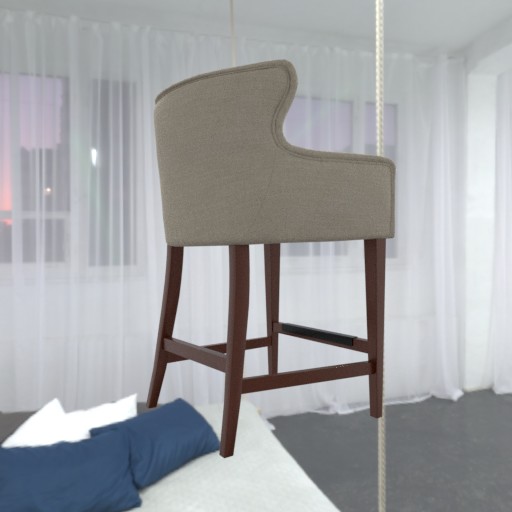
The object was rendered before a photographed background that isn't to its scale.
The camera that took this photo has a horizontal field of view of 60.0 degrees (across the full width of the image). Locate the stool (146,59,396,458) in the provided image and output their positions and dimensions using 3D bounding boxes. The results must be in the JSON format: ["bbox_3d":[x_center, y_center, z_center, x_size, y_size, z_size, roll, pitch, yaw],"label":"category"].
[{"bbox_3d":[0.000,0.000,1.408,0.637,0.987,0.615,0,1,-36],"label":"stool"}]
